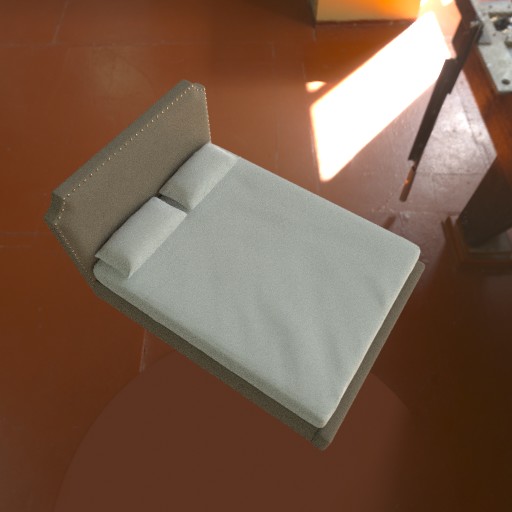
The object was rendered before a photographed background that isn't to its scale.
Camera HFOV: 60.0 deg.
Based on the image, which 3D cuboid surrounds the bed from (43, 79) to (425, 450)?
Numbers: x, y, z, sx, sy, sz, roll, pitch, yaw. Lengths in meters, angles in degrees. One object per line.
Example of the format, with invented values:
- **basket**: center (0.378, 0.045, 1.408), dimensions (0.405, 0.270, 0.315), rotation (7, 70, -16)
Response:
- **bed**: center (0.000, 0.000, 3.497), dimensions (2.329, 1.415, 1.703), rotation (30, 63, 17)
